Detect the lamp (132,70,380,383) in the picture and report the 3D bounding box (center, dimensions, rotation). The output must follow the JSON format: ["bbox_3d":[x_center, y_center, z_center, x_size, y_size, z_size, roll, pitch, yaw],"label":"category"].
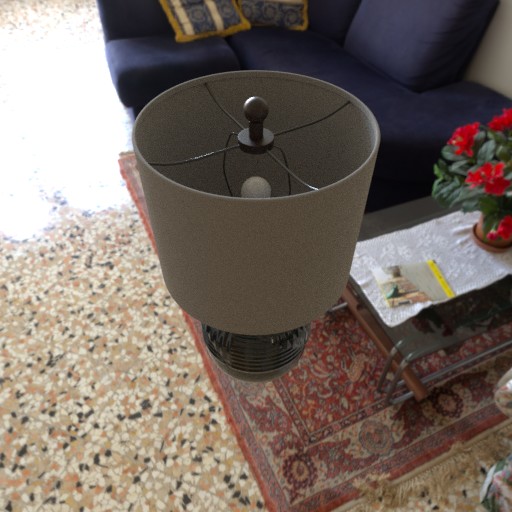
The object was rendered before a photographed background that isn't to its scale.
[{"bbox_3d":[0.000,0.000,0.755,0.318,0.567,0.318,0,46,0],"label":"lamp"}]
